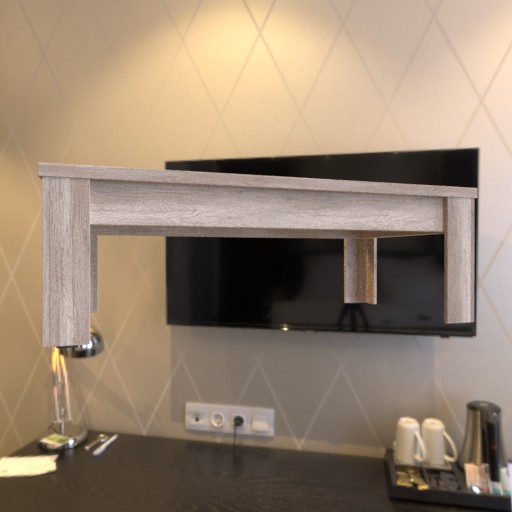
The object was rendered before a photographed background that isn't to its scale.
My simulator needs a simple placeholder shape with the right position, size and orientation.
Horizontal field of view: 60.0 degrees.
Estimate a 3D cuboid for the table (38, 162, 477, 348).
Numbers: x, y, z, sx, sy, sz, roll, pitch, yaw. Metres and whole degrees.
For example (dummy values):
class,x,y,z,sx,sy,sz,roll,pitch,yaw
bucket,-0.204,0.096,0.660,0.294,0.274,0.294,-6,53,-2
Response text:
class,x,y,z,sx,sy,sz,roll,pitch,yaw
table,0.000,0.000,1.626,1.350,0.460,0.700,0,0,-18
